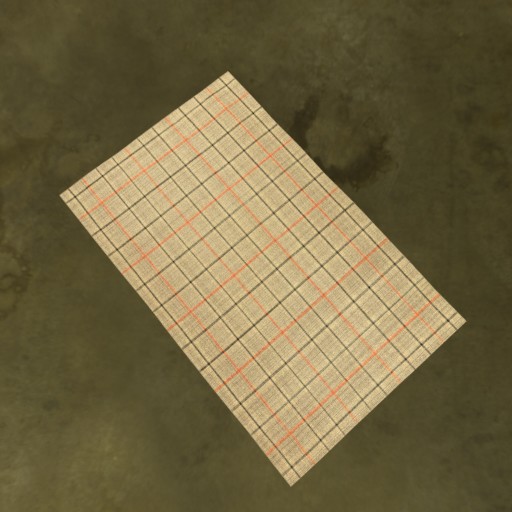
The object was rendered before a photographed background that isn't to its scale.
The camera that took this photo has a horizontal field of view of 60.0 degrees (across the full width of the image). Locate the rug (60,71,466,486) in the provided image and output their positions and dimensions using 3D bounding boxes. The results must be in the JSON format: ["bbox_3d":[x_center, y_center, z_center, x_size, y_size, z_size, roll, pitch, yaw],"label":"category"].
[{"bbox_3d":[0.000,0.000,2.987,1.524,0.015,2.439,-40,80,-9],"label":"rug"}]
